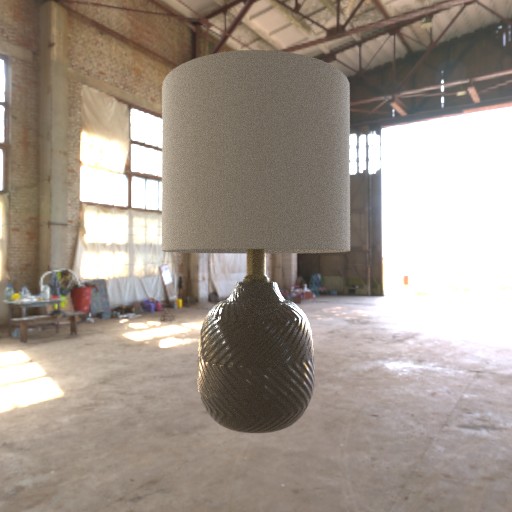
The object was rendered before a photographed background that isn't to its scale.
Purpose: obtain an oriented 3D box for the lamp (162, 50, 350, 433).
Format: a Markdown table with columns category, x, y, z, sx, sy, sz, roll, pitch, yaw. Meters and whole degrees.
| category | x | y | z | sx | sy | sz | roll | pitch | yaw |
| --- | --- | --- | --- | --- | --- | --- | --- | --- | --- |
| lamp | 0.000 | 0.000 | 0.496 | 0.207 | 0.366 | 0.207 | 1 | -1 | -37 |
